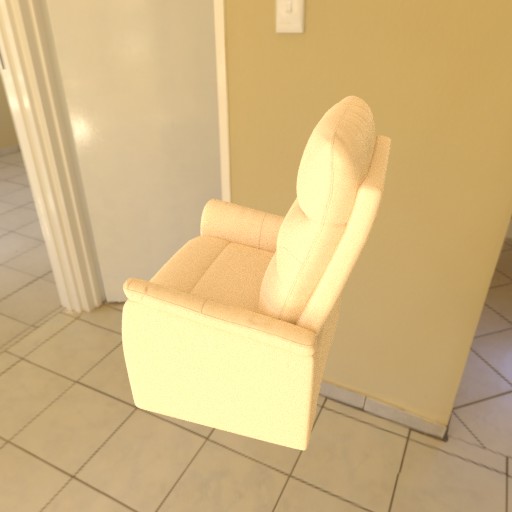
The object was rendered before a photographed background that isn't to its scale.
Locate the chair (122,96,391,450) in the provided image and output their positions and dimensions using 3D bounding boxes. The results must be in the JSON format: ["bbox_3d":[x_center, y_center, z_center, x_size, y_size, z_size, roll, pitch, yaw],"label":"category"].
[{"bbox_3d":[0.000,0.000,1.634,0.831,1.082,0.775,9,31,15],"label":"chair"}]
